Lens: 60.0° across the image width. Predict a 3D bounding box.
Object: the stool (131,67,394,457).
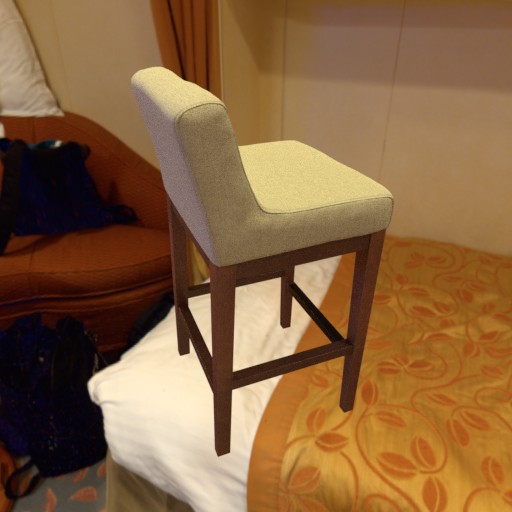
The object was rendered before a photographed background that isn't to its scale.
[{"bbox_3d":[0.000,0.000,1.221,0.500,0.937,0.511,-11,31,-19],"label":"stool"}]
